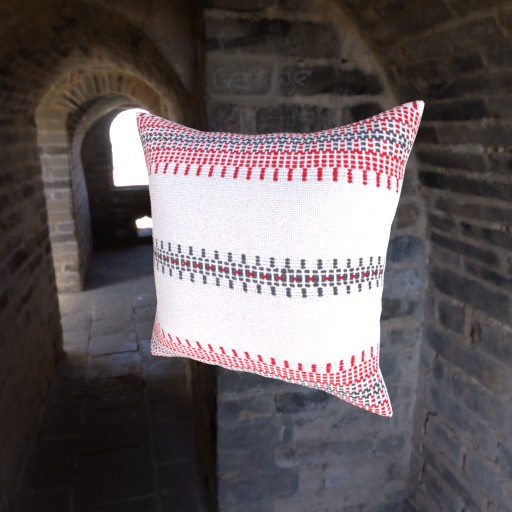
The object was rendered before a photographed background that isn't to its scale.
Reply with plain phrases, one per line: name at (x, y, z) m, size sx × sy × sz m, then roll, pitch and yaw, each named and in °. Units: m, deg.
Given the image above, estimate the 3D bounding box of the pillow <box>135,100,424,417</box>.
pillow at (0.000, 0.000, 0.707) m, size 0.463 × 0.454 × 0.160 m, roll 7°, pitch 17°, yaw 26°
